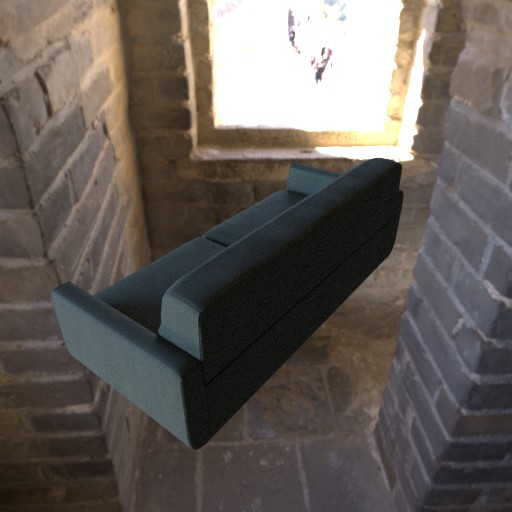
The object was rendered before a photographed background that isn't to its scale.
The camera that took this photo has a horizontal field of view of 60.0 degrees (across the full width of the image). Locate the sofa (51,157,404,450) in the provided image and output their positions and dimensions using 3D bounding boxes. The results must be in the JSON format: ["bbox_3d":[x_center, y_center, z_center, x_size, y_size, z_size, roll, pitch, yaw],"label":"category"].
[{"bbox_3d":[0.000,0.000,2.550,0.909,0.841,2.029,23,39,31],"label":"sofa"}]
